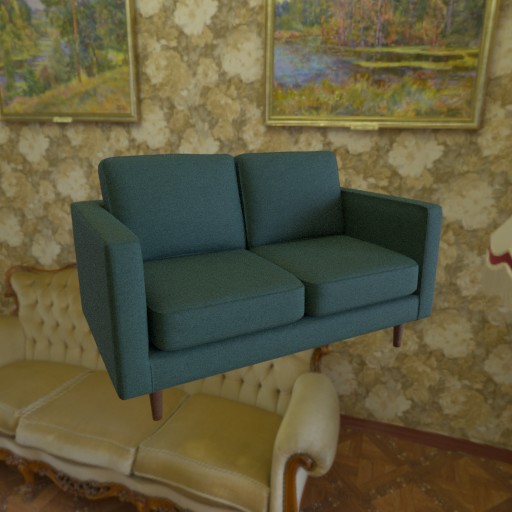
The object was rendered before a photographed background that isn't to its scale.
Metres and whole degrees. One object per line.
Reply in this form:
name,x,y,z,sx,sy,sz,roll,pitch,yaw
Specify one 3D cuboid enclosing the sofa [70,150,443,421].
sofa,0.000,0.000,2.009,1.430,0.899,0.879,-8,18,-27
